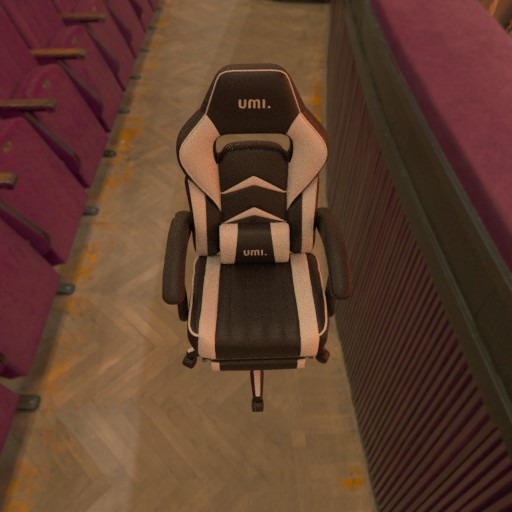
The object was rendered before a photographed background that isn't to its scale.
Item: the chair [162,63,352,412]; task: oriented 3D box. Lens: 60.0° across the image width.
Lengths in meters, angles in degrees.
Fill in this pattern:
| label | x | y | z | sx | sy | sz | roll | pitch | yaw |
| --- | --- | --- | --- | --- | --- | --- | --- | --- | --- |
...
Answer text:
| label | x | y | z | sx | sy | sz | roll | pitch | yaw |
| --- | --- | --- | --- | --- | --- | --- | --- | --- | --- |
| chair | 0.000 | 0.000 | 1.685 | 0.676 | 1.200 | 0.700 | -1 | 46 | -1 |
